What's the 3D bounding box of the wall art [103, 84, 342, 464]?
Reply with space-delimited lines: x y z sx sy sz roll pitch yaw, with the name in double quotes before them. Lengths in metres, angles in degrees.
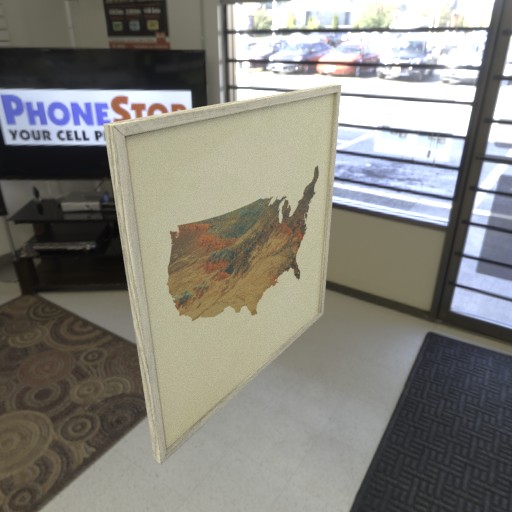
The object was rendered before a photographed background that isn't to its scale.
"wall art" 0.000 0.000 0.751 0.016 0.507 0.508 19 32 32
